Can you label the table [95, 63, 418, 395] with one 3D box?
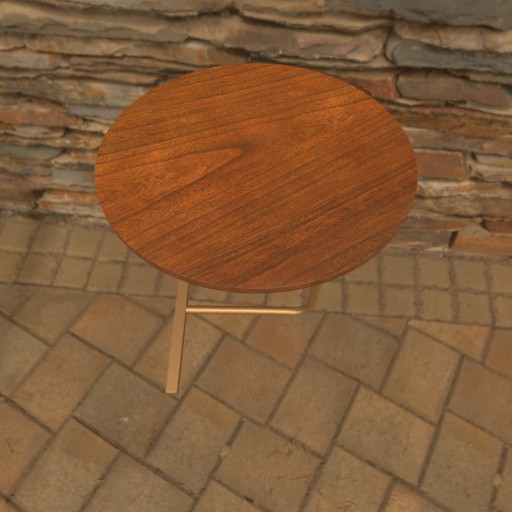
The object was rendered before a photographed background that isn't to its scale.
[{"bbox_3d":[0.000,0.000,1.107,0.577,0.706,0.530,1,59,0],"label":"table"}]
